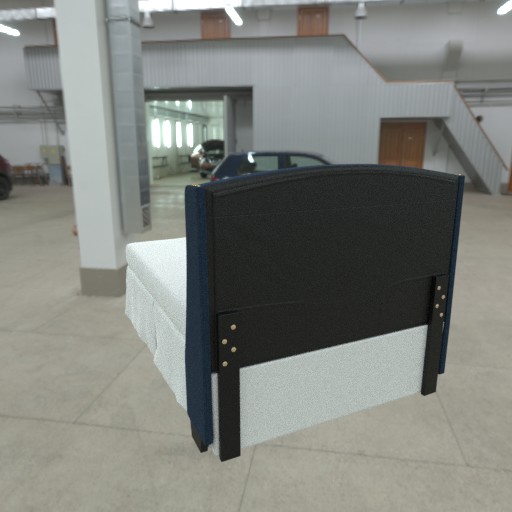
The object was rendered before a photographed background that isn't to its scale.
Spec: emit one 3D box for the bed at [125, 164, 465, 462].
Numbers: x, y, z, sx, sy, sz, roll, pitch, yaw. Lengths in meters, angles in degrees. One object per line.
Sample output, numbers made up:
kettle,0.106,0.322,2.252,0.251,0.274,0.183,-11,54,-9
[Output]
bed,0.000,0.000,3.249,1.604,1.402,2.223,-7,16,-25
